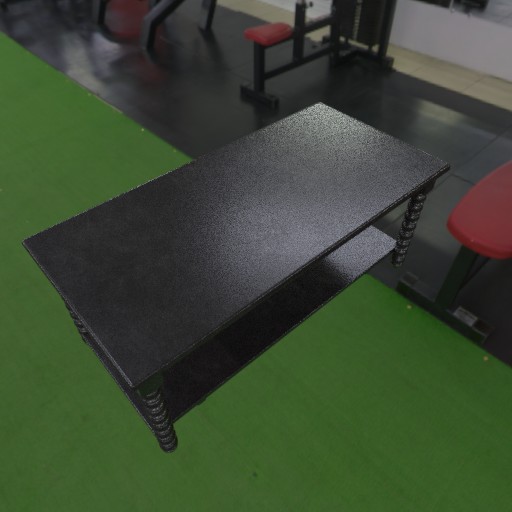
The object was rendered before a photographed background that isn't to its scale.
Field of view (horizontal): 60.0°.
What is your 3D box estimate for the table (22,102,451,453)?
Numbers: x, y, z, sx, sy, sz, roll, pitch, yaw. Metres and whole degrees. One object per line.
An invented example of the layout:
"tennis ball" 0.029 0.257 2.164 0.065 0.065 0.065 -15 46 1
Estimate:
"table" 0.000 0.000 1.471 1.171 0.487 0.580 -33 54 -28
